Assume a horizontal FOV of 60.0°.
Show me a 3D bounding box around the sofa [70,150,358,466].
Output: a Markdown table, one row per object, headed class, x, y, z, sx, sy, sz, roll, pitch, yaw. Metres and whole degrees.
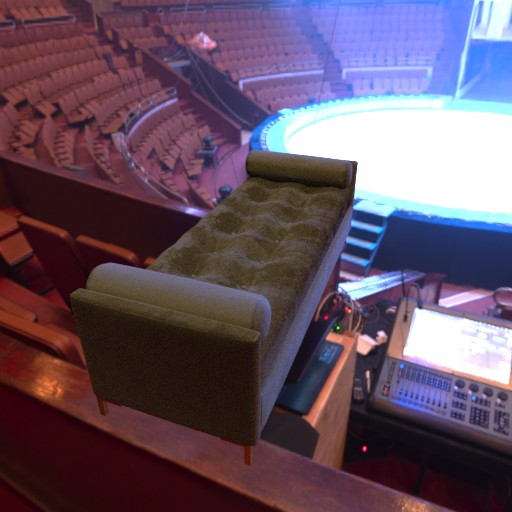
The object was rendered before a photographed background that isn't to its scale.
| class | x | y | z | sx | sy | sz | roll | pitch | yaw |
| --- | --- | --- | --- | --- | --- | --- | --- | --- | --- |
| sofa | 0.000 | 0.000 | 2.566 | 0.796 | 0.705 | 2.102 | 11 | 31 | 18 |
